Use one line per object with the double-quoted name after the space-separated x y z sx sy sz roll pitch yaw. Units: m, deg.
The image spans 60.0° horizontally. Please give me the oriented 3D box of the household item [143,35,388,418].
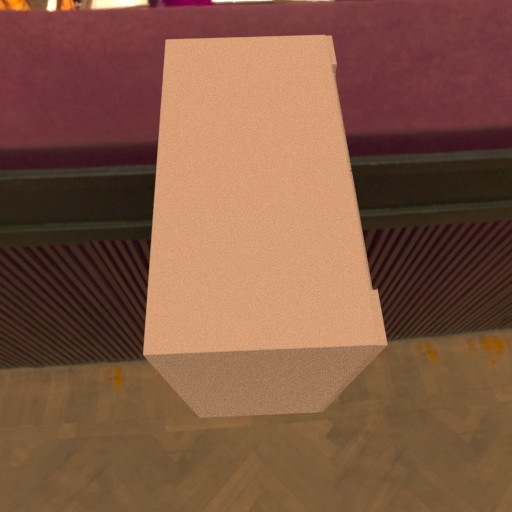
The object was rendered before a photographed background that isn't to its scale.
0.000 0.000 1.326 0.420 0.870 0.800 -2 63 -1 "household item"
